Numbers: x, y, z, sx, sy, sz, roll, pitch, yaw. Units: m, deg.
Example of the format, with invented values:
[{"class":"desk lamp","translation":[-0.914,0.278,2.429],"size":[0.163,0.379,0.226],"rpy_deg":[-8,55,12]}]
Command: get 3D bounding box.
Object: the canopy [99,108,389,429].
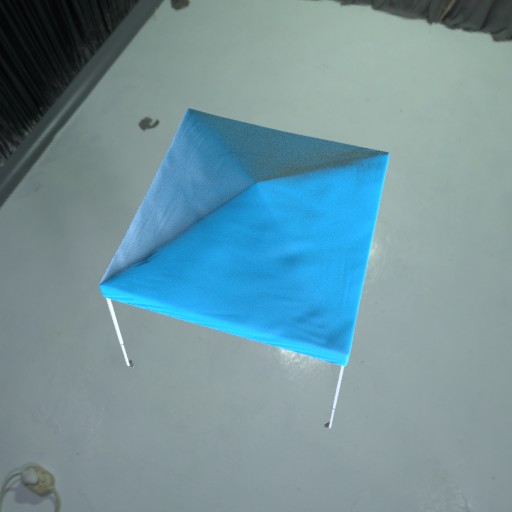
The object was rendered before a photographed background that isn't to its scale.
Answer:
[{"class":"canopy","translation":[0.000,0.000,5.267],"size":[2.849,2.849,2.848],"rpy_deg":[15,63,8]}]
